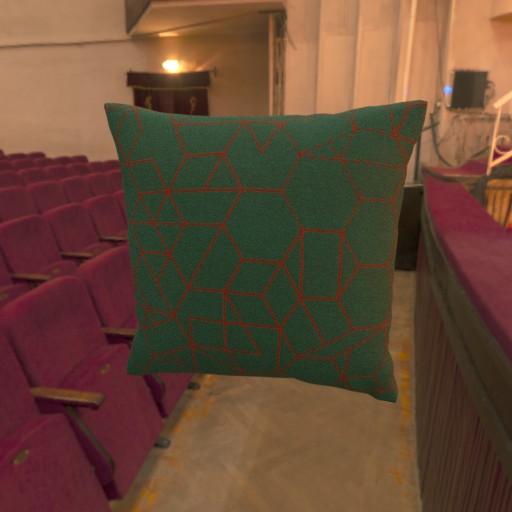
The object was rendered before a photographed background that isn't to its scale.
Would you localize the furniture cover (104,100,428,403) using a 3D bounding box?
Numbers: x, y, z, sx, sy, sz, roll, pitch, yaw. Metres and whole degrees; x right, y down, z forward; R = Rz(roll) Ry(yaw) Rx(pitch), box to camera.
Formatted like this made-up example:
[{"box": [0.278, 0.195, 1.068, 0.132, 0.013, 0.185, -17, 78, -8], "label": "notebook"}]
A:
[{"box": [0.000, 0.000, 0.766, 0.517, 0.508, 0.158, 3, 15, 10], "label": "furniture cover"}]
